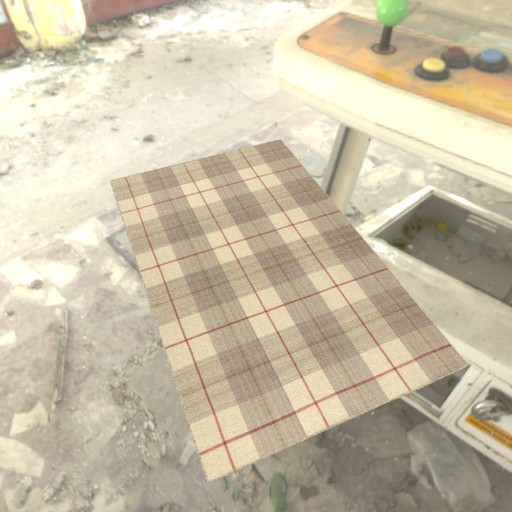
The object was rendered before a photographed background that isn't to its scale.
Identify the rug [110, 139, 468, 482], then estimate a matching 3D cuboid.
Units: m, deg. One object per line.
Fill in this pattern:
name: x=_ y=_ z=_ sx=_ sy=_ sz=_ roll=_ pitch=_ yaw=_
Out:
rug: x=0.000 y=0.000 z=3.022 sx=1.549 sy=0.010 sz=2.464 roll=-18 pitch=50 yaw=-16
